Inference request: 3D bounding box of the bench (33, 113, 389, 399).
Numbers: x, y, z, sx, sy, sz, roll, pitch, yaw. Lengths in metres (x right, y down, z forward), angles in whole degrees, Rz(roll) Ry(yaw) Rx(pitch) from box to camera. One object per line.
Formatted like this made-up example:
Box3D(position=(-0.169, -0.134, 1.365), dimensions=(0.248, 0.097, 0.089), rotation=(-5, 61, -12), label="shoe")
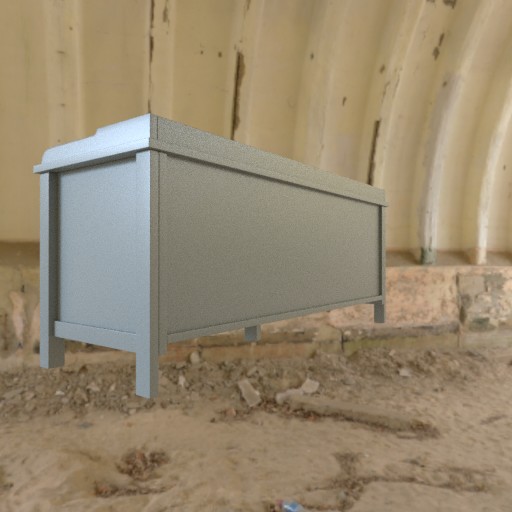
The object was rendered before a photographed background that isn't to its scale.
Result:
Box3D(position=(0.000, 0.000, 1.334), dimensions=(0.398, 0.501, 1.140), rotation=(0, 0, 37), label="bench")
